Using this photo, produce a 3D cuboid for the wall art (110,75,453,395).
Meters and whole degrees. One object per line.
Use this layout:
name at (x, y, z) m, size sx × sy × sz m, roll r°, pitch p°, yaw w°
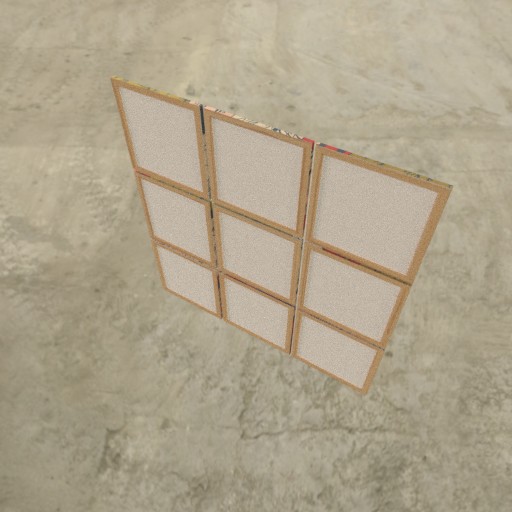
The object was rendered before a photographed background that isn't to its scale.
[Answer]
wall art at (0.000, 0.000, 1.366) m, size 0.904 × 0.913 × 0.013 m, roll 24°, pitch 52°, yaw 20°
